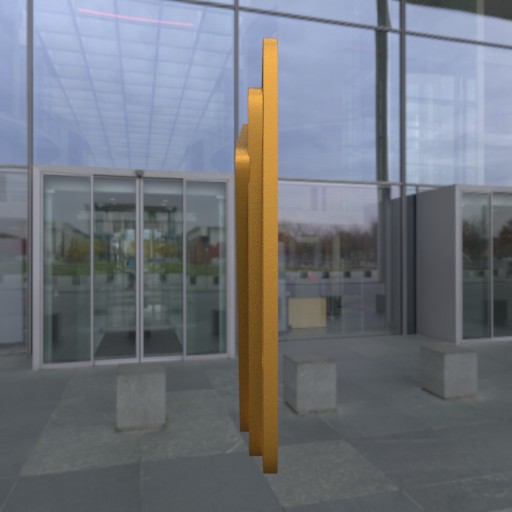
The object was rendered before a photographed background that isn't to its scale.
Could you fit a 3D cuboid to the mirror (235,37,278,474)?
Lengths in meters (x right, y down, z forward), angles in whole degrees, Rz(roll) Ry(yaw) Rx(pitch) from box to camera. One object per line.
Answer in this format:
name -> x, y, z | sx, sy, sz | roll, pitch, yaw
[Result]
mirror -> 0.000, 0.000, 0.678 | 0.045, 0.468, 0.470 | 0, 0, 0
